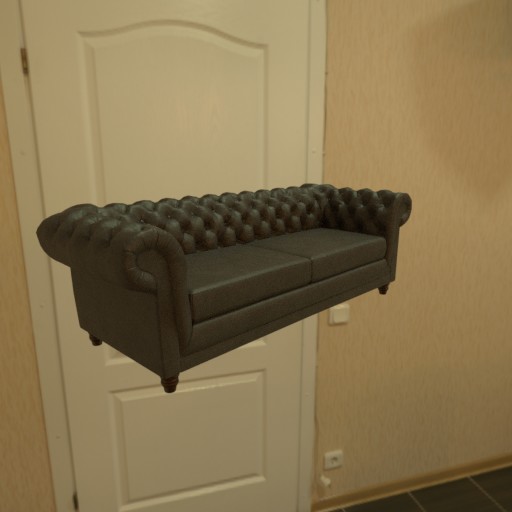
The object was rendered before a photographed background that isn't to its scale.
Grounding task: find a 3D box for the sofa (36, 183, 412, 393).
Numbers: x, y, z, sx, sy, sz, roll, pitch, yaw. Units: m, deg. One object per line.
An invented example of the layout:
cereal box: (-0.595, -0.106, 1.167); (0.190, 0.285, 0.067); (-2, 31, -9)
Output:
sofa: (0.000, 0.000, 2.834); (0.944, 0.783, 2.385); (13, 19, 43)
